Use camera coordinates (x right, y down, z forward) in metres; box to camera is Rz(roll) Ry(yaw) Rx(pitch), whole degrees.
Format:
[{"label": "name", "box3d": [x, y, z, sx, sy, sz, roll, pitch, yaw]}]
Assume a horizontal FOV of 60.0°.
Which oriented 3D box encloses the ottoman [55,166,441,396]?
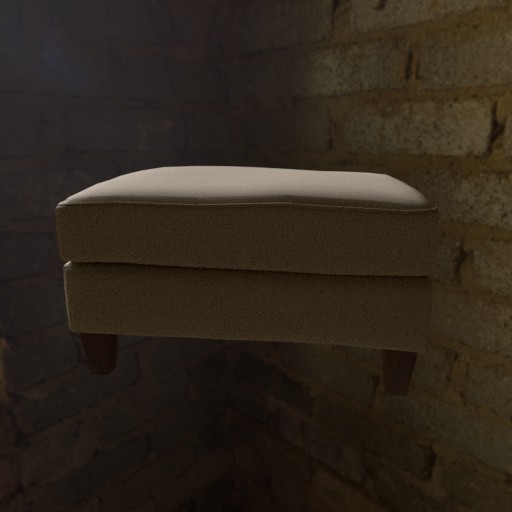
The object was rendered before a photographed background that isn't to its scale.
[{"label": "ottoman", "box3d": [0.000, 0.000, 1.230, 0.818, 0.485, 0.634, 2, 16, 7]}]
